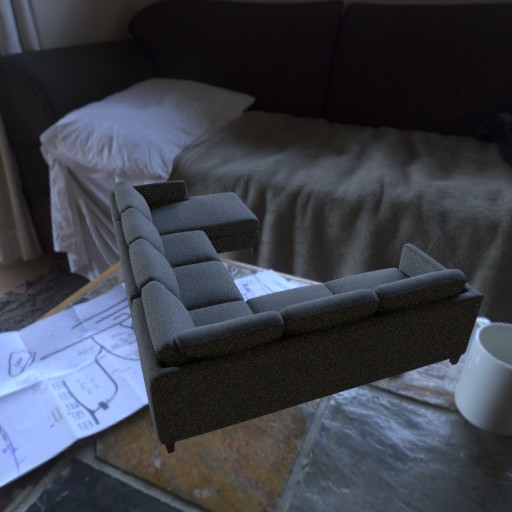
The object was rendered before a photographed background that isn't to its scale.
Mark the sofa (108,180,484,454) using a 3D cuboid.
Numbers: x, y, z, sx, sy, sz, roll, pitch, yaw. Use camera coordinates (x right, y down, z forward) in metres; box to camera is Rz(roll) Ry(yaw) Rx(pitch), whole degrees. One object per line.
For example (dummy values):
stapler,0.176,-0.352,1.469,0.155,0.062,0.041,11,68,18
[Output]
sofa,0.000,0.000,4.392,2.551,0.853,3.238,-11,32,-18
